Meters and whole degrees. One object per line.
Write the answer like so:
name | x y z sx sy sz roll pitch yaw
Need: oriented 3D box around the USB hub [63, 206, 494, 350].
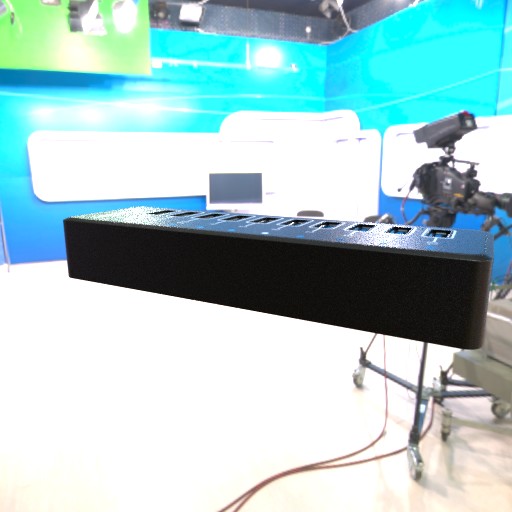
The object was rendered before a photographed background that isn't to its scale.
USB hub | 0.000 0.000 0.155 0.145 0.023 0.044 7 15 27
